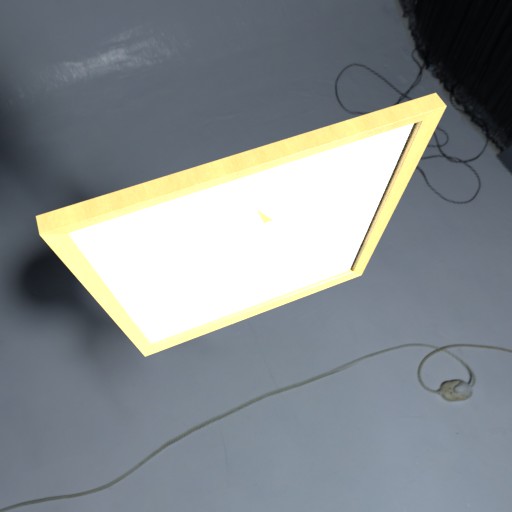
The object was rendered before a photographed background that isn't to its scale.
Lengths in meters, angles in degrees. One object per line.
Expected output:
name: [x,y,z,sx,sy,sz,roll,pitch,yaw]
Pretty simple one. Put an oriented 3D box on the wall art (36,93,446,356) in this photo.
wall art: [0.000,0.000,2.849,1.935,1.936,0.097,-19,64,-10]
